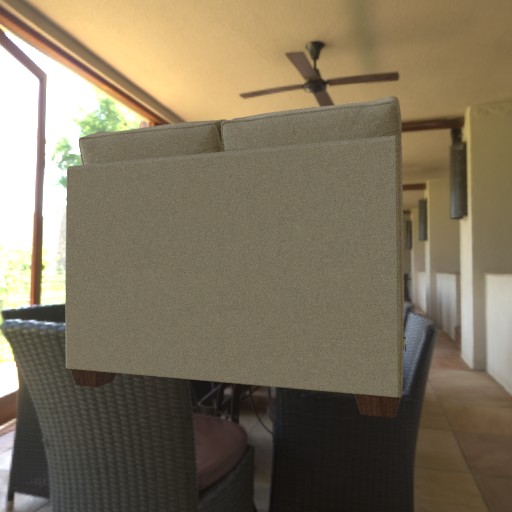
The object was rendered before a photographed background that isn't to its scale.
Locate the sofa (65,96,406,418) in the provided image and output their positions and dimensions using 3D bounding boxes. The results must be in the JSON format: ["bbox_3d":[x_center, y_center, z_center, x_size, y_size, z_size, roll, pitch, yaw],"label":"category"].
[{"bbox_3d":[0.000,0.000,1.938,1.237,1.008,0.951,-1,-2,19],"label":"sofa"}]
